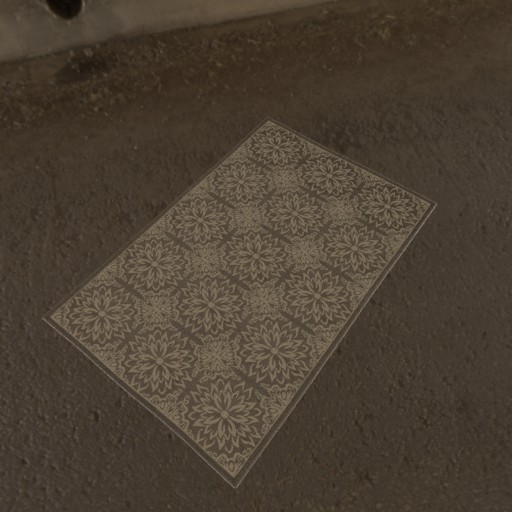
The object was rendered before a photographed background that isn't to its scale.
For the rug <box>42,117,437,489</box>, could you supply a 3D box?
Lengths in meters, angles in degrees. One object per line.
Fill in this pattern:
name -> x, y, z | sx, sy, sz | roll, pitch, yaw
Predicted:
rug -> 0.000, 0.000, 3.509 | 1.819, 0.018, 2.746 | 33, 63, 19
